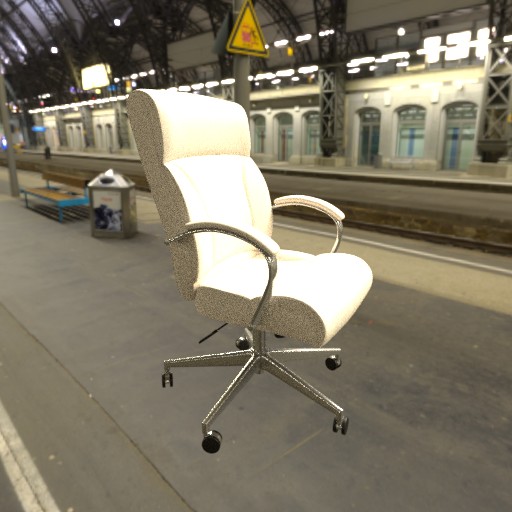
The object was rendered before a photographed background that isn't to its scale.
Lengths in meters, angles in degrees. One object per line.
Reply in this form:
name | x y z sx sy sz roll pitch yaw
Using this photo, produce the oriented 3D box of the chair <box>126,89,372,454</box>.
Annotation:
chair | 0.000 0.000 1.552 0.745 1.099 0.727 7 16 26
